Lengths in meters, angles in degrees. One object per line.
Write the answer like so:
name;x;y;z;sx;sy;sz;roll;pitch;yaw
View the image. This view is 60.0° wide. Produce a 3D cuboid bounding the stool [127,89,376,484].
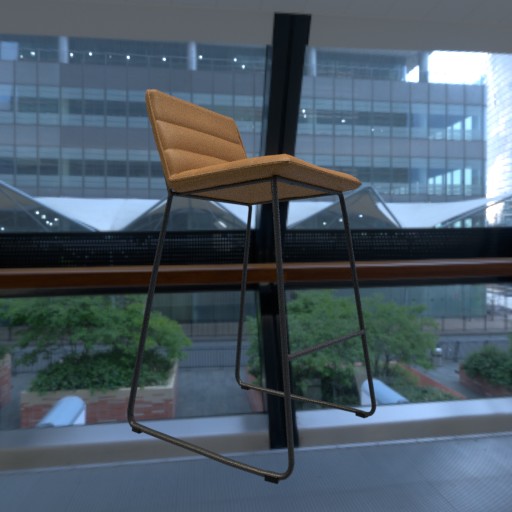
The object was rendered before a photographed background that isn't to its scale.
stool;0.000;0.000;1.236;0.524;0.936;0.489;0;0;37
